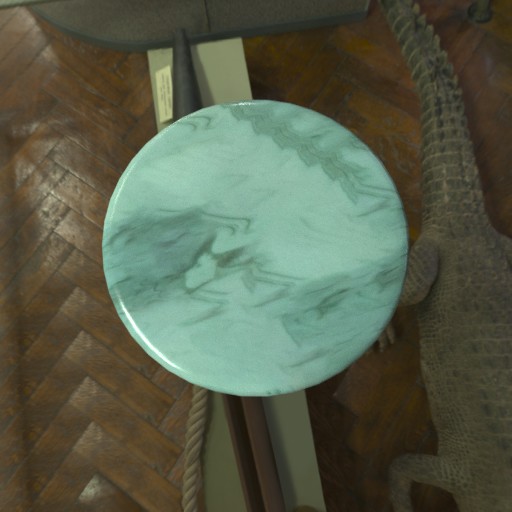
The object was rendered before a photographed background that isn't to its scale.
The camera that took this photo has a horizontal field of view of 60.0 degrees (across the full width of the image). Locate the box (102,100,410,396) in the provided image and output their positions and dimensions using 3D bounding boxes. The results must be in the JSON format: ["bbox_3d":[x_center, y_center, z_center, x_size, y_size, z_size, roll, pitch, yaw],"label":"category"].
[{"bbox_3d":[0.000,0.000,0.171,0.101,0.063,0.101,0,76,0],"label":"box"}]
